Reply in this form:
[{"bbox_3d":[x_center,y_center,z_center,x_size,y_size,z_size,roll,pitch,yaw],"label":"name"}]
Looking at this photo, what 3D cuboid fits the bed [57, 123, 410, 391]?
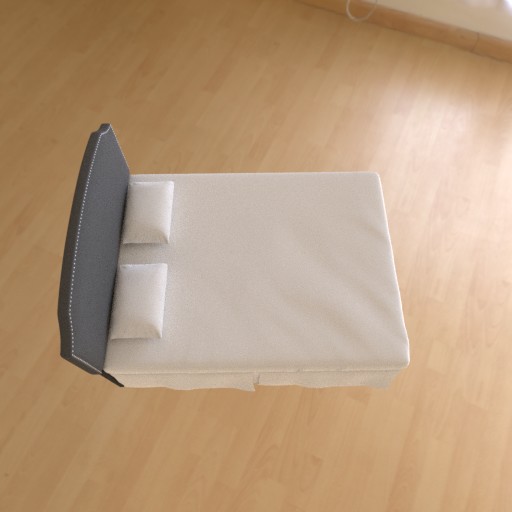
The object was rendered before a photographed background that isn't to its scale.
[{"bbox_3d":[0.000,0.000,2.958,1.999,1.270,1.558,-1,64,0],"label":"bed"}]
